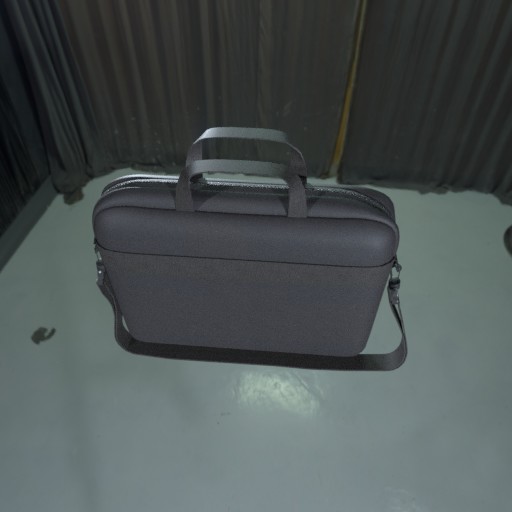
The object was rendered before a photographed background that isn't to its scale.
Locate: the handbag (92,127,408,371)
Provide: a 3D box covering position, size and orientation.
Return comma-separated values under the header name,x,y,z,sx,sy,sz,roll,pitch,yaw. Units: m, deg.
name,x,y,z,sx,sy,sz,roll,pitch,yaw
handbag,0.000,0.000,0.572,0.429,0.330,0.126,3,46,3
